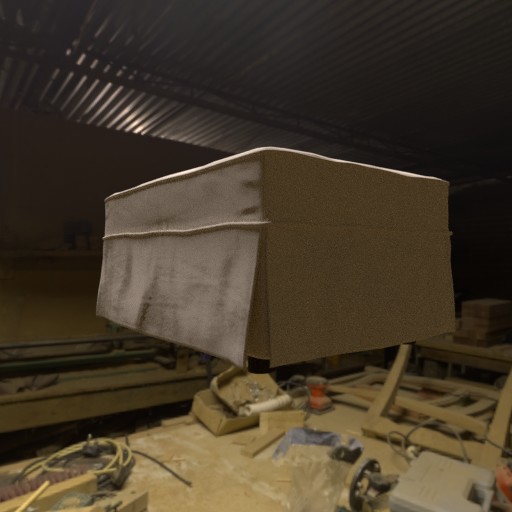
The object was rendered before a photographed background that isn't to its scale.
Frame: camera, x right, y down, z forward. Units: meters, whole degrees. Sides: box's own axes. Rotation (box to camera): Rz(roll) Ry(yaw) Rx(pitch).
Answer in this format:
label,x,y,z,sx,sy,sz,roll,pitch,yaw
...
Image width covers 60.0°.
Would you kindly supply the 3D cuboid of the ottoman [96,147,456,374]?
label,x,y,z,sx,sy,sz,roll,pitch,yaw
ottoman,0.000,0.000,1.341,0.703,0.479,0.944,0,0,-37
